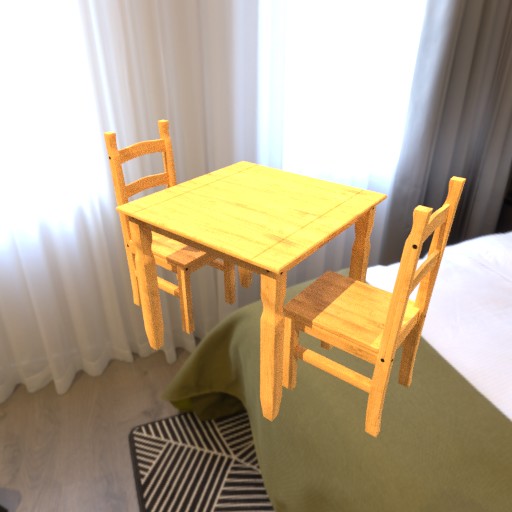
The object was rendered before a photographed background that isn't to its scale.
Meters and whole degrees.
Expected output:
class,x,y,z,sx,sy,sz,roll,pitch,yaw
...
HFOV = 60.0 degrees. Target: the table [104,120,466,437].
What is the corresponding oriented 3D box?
class,x,y,z,sx,sy,sz,roll,pitch,yaw
table,0.000,0.000,1.990,1.501,0.942,0.813,21,35,33
